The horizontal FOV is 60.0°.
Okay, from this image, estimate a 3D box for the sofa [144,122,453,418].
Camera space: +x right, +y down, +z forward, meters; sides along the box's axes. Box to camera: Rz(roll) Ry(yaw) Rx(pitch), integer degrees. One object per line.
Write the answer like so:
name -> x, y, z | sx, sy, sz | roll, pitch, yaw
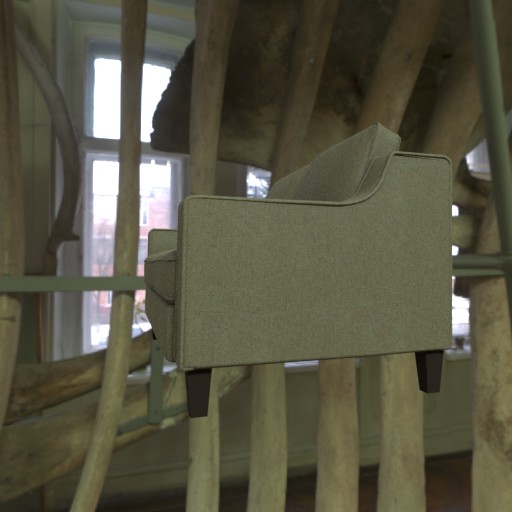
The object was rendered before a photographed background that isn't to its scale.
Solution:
sofa -> 0.000, 0.000, 2.121 | 0.985, 0.981, 1.503 | 0, -1, -18
